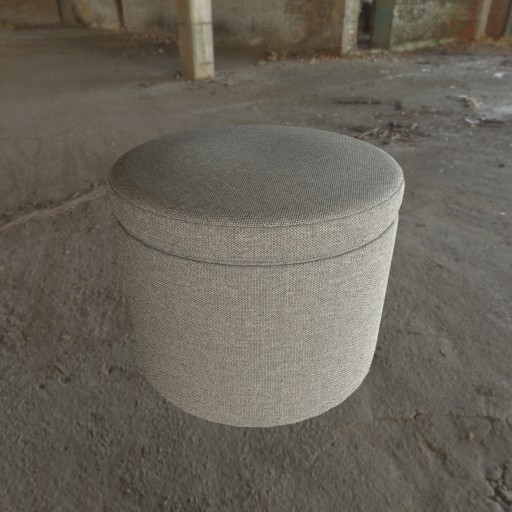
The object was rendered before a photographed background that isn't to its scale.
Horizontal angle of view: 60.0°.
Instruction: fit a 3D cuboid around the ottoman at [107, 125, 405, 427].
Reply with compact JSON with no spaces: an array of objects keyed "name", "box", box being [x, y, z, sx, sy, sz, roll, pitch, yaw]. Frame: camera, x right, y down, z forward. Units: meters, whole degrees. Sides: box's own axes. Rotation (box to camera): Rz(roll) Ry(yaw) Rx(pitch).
[{"name":"ottoman","box":[0.000,0.000,0.865,0.500,0.419,0.500,0,30,0]}]
